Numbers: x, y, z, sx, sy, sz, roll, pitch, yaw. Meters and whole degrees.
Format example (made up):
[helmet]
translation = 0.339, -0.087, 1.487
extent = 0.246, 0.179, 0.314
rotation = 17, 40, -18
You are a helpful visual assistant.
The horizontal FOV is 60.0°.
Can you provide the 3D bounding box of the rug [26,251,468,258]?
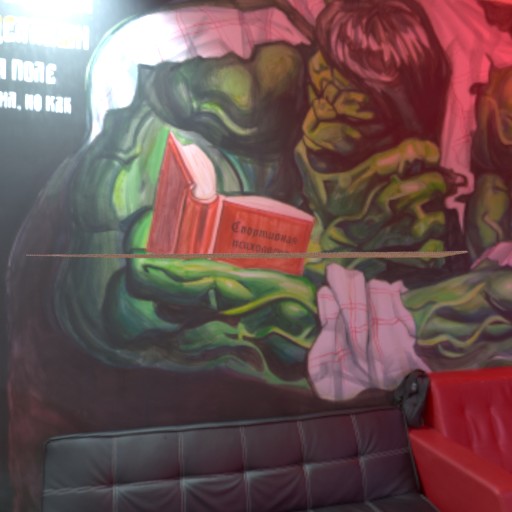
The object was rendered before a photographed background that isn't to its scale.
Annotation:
[rug]
translation = 0.000, 0.000, 3.022
extent = 2.440, 0.012, 1.522
rotation = 0, -1, 18
